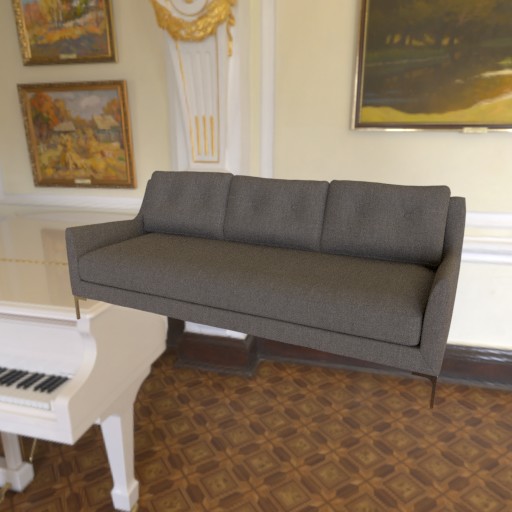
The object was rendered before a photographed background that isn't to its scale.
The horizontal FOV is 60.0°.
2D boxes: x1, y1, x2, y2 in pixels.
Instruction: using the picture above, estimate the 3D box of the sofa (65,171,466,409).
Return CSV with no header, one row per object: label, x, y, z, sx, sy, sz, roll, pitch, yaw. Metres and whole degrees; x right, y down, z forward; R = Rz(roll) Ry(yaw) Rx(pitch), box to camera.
sofa,0.000,0.000,2.472,2.060,0.837,0.849,8,18,25
